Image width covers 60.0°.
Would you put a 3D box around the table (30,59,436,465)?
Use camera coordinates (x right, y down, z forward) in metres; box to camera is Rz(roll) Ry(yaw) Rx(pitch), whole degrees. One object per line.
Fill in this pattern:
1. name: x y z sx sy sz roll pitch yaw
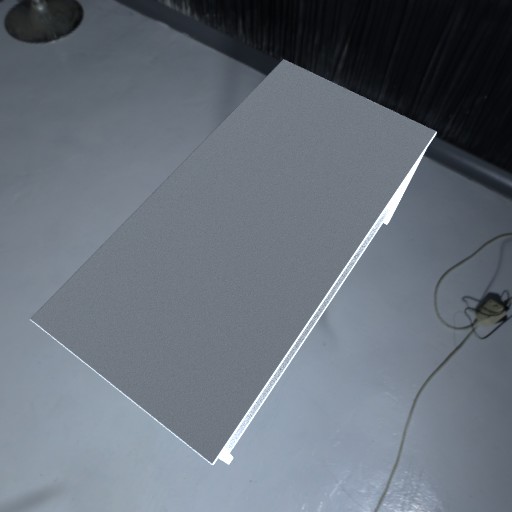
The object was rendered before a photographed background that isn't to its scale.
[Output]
1. table: 0.000 0.000 1.280 0.500 0.441 1.000 32 67 15
